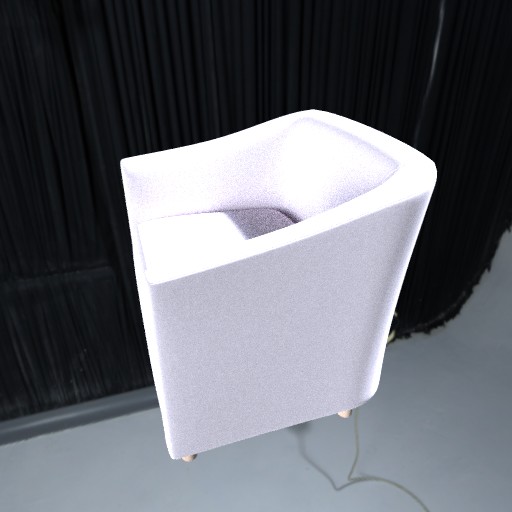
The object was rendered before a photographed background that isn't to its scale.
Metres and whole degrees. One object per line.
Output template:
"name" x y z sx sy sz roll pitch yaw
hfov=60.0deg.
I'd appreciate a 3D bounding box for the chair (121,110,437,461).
"chair" 0.000 0.000 1.327 0.700 0.720 0.790 -9 30 -16
